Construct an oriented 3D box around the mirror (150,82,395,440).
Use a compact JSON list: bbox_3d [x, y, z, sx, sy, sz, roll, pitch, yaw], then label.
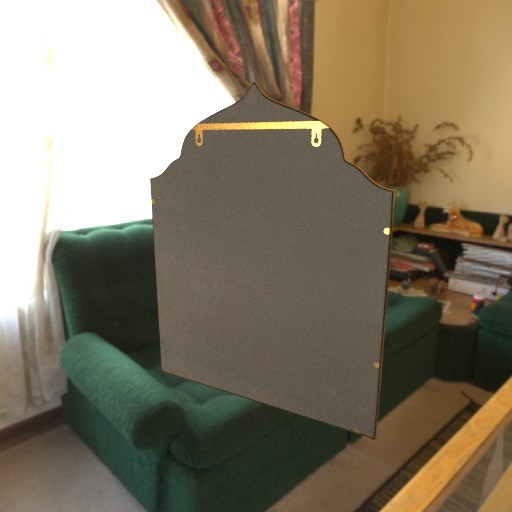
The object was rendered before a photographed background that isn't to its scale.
[{"bbox_3d":[0.000,0.000,0.865,0.513,0.635,0.018,8,17,28],"label":"mirror"}]
